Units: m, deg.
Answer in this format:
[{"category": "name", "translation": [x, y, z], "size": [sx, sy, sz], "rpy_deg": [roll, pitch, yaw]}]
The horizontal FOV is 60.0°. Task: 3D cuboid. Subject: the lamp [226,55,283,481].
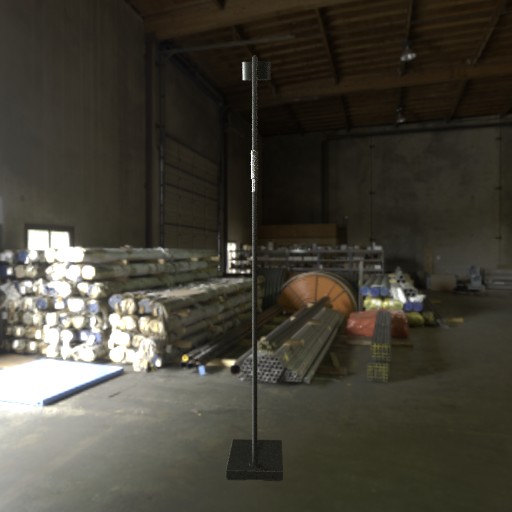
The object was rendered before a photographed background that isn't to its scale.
[{"category": "lamp", "translation": [0.000, 0.000, 1.718], "size": [0.203, 1.600, 0.304], "rpy_deg": [0, 1, 2]}]
